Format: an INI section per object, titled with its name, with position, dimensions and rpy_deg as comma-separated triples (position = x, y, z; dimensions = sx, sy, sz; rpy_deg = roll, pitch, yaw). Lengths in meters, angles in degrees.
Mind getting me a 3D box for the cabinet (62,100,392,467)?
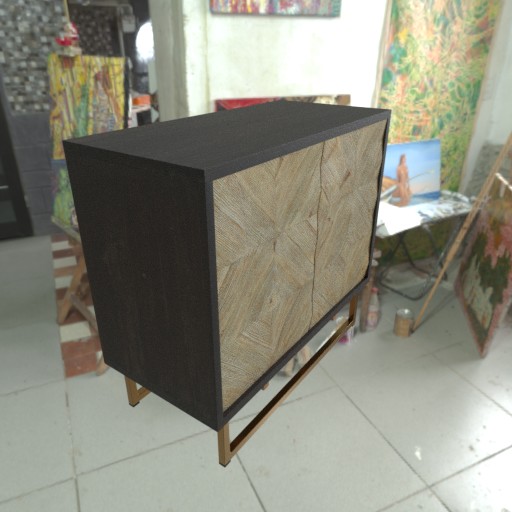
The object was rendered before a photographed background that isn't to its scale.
[cabinet]
position = 0.000, 0.000, 1.468
dimensions = 0.451, 0.860, 0.950
rpy_deg = 18, 31, 32
